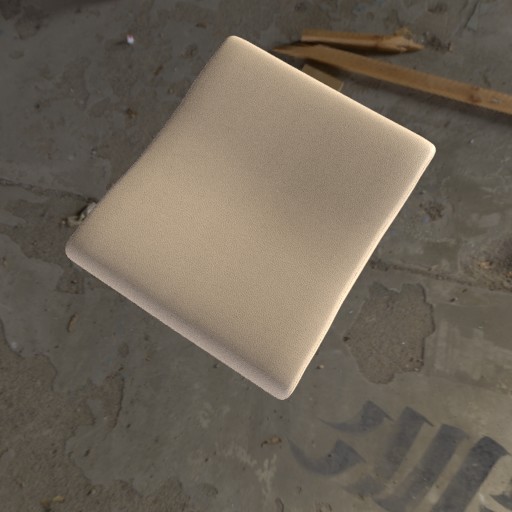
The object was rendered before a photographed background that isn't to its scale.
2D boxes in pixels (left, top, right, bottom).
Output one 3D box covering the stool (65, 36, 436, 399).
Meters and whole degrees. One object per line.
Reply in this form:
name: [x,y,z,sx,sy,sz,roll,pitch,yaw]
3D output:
stool: [0.000,0.000,1.037,0.401,0.762,0.471,32,78,8]
